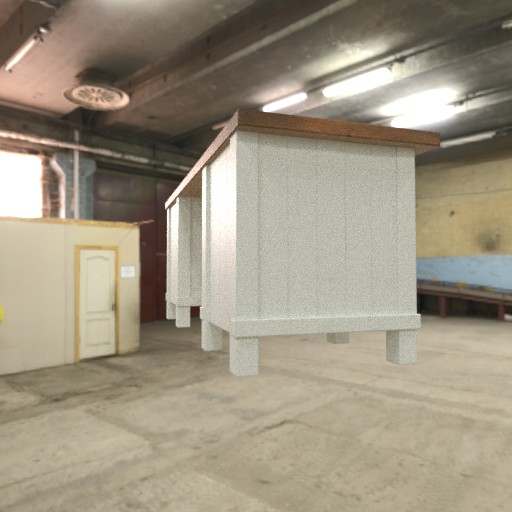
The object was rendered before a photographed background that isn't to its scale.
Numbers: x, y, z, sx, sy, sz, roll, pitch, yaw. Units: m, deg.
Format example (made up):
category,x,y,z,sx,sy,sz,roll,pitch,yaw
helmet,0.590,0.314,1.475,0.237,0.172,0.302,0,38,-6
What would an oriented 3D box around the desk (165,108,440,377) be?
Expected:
category,x,y,z,sx,sy,sz,roll,pitch,yaw
desk,0.000,0.000,2.196,0.688,0.760,1.803,1,-2,-18
